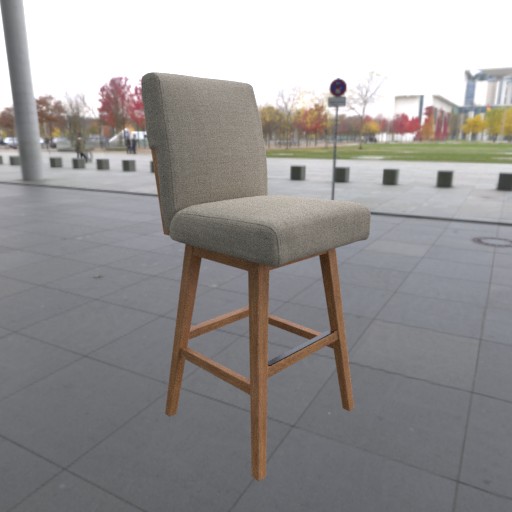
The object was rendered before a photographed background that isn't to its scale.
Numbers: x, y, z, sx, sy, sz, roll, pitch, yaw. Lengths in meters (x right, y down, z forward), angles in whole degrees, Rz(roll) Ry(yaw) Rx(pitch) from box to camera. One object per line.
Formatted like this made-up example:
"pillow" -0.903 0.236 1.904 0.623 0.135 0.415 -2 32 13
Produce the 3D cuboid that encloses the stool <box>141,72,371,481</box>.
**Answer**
"stool" 0.000 0.000 1.411 0.569 1.106 0.483 14 20 42
